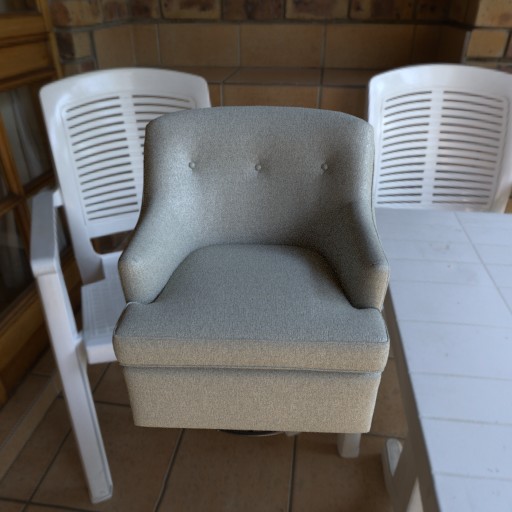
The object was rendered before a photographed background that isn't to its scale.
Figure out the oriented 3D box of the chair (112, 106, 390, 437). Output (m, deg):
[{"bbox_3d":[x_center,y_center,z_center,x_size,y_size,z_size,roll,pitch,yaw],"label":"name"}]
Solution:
[{"bbox_3d":[0.000,0.000,1.580,0.864,0.856,0.923,1,31,2],"label":"chair"}]
